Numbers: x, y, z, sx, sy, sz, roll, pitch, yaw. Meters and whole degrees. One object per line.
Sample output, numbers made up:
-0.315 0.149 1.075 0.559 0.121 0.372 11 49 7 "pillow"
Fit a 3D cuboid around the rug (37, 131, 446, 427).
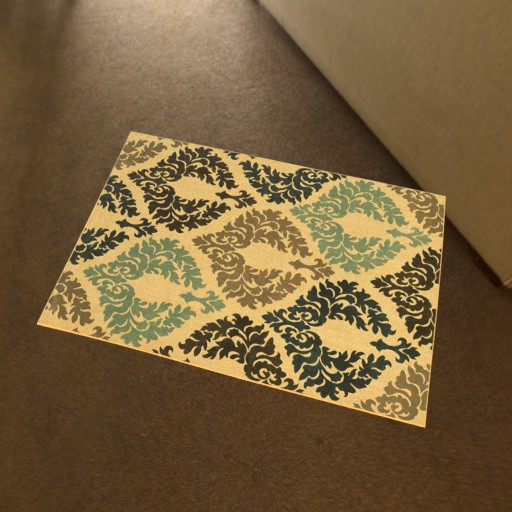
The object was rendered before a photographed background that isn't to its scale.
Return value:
0.000 0.000 2.802 2.275 0.014 1.514 13 65 6 "rug"
